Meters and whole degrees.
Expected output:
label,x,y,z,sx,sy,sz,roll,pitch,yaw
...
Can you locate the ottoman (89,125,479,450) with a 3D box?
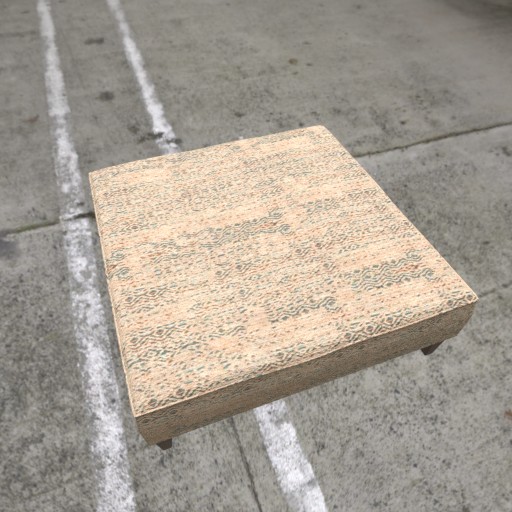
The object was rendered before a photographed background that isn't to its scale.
label,x,y,z,sx,sy,sz,roll,pitch,yaw
ottoman,0.000,0.000,1.534,0.968,0.356,1.004,-15,49,-14
